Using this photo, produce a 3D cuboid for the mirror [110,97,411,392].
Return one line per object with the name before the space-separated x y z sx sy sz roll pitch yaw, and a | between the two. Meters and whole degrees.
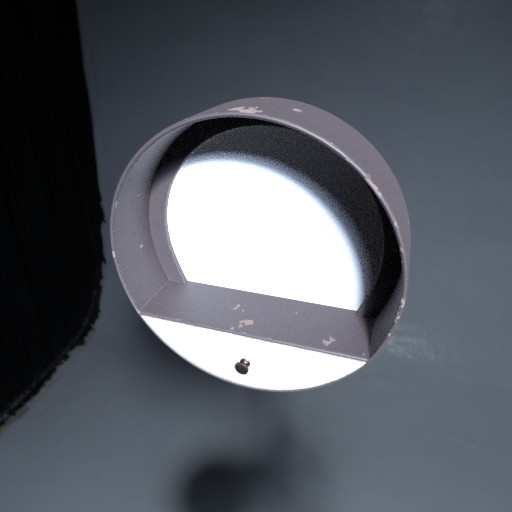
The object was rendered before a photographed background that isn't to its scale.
mirror | 0.000 0.000 0.589 0.386 0.386 0.126 9 29 16
